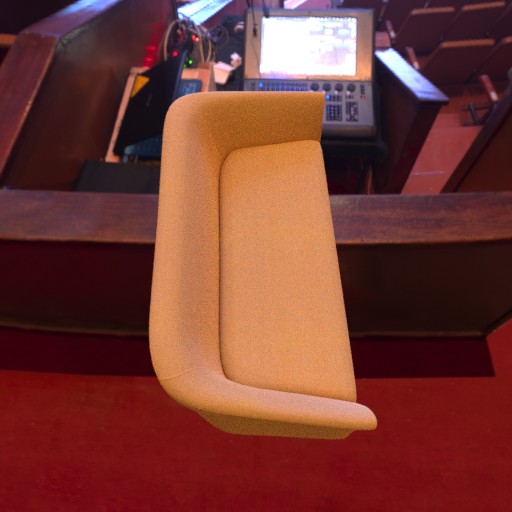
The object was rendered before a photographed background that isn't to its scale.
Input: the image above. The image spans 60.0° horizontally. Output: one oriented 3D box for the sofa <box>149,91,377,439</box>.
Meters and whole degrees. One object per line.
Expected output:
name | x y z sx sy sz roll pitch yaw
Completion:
sofa | 0.000 0.000 1.878 0.705 0.721 1.452 -2 62 -1
